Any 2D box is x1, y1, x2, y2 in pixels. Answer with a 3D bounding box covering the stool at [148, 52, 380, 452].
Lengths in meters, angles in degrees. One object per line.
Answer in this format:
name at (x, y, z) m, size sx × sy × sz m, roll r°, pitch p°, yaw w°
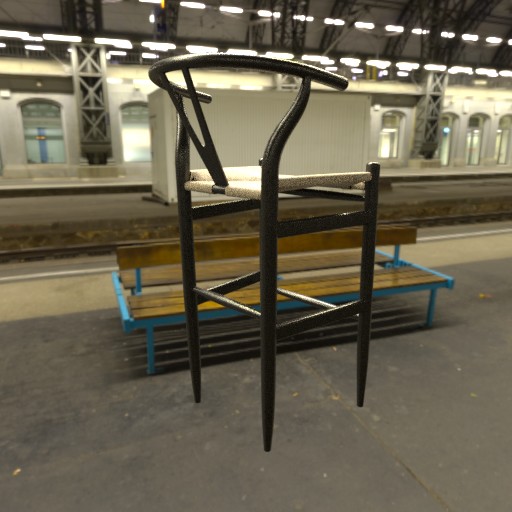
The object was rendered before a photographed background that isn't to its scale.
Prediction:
stool at (0.000, 0.000, 1.369) m, size 0.579 × 1.072 × 0.569 m, roll -13°, pitch 20°, yaw -42°
